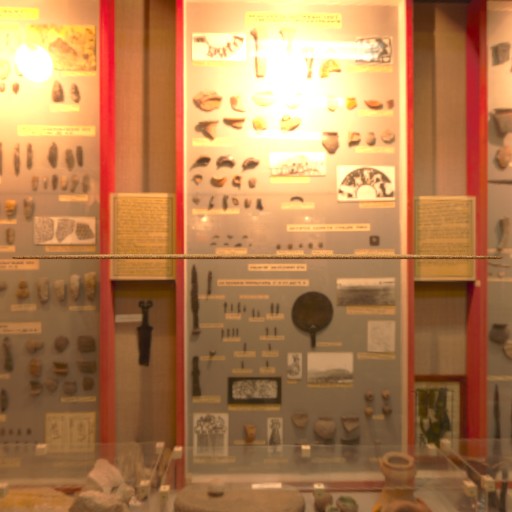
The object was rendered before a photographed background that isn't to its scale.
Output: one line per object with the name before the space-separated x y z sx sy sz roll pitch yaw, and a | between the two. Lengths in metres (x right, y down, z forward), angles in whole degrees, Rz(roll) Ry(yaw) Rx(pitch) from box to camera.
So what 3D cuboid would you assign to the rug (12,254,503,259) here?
rug | 0.000 0.000 2.673 2.141 0.013 1.566 0 1 0
